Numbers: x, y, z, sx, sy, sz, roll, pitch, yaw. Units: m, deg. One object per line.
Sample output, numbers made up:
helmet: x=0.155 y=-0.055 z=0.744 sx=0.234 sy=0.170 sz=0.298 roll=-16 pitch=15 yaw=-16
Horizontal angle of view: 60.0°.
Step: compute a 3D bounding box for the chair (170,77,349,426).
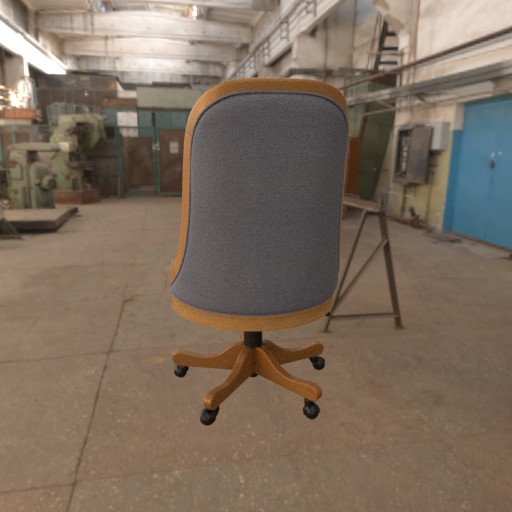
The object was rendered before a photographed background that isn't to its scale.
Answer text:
chair: x=0.000 y=0.000 z=1.505 sx=0.605 sy=1.031 sz=0.735 roll=-2 pitch=14 yaw=-9
